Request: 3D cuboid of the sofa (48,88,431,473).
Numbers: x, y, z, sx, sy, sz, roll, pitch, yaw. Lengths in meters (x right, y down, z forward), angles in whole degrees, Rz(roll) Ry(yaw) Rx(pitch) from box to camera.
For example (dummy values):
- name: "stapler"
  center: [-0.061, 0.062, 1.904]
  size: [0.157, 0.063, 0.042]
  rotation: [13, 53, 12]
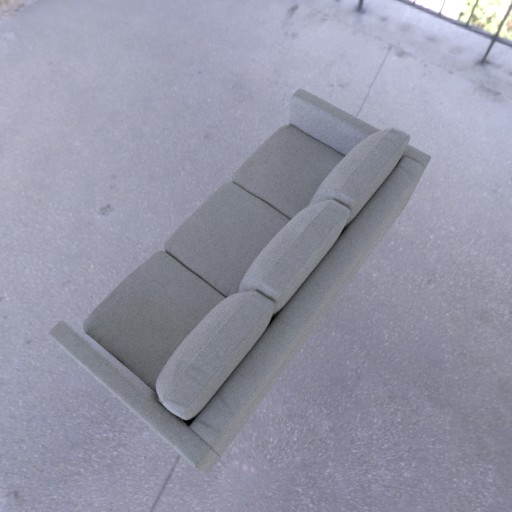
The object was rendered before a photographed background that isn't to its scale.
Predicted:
- name: "sofa"
  center: [0.000, 0.000, 2.447]
  size: [0.944, 0.918, 1.983]
  rotation: [34, 67, 17]
